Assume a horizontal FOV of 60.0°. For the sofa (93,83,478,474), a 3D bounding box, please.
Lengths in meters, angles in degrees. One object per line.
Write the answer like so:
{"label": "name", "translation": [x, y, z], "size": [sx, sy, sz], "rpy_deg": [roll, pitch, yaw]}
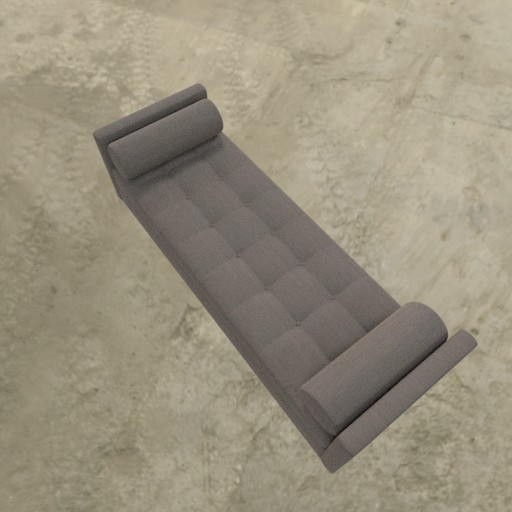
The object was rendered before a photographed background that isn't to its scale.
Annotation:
{"label": "sofa", "translation": [0.000, 0.000, 2.276], "size": [0.686, 0.635, 1.981], "rpy_deg": [-33, 64, -19]}
